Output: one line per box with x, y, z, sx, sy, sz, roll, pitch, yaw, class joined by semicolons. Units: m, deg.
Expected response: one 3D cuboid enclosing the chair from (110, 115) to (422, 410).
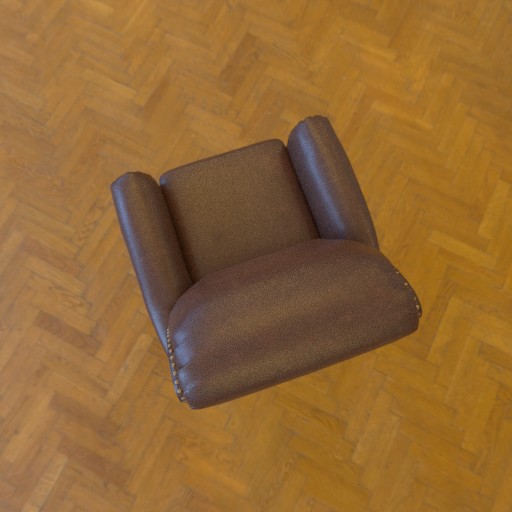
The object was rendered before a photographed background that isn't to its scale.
0.000;0.000;1.643;0.854;0.927;0.890;-18;76;-5;chair
